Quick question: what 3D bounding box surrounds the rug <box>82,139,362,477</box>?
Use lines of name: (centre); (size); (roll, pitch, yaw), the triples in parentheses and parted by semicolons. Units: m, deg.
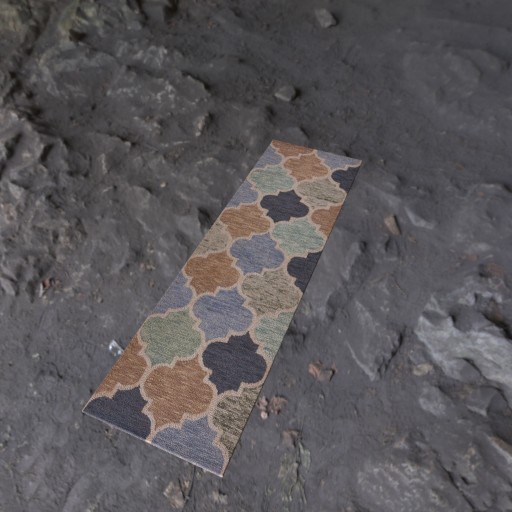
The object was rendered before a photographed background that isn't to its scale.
rug: (0.000, 0.000, 2.557); (0.687, 0.011, 2.287); (17, 50, 15)
